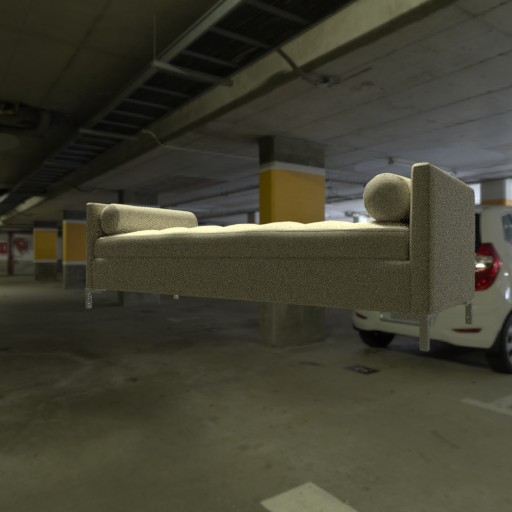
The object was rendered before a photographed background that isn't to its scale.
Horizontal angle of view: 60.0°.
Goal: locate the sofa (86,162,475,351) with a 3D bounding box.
[{"bbox_3d":[0.000,0.000,2.453,2.102,0.655,0.797,0,0,37],"label":"sofa"}]
